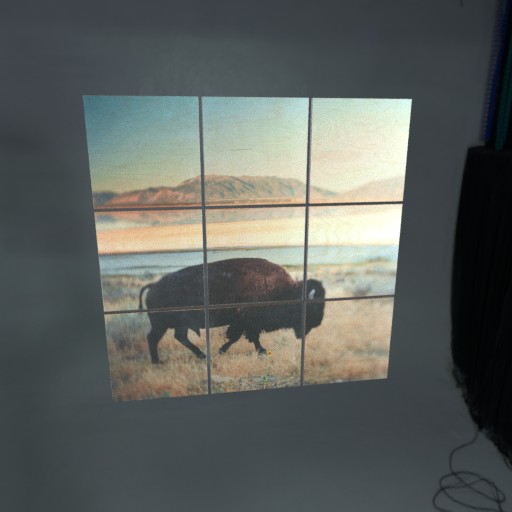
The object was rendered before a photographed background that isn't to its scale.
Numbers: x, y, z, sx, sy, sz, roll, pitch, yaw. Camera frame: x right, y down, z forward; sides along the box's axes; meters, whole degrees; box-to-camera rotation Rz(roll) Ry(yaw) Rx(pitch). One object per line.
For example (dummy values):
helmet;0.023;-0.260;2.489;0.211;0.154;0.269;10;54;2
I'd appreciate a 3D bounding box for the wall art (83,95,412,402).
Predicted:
wall art;0.000;0.000;1.338;0.906;0.904;0.018;-2;16;-9
